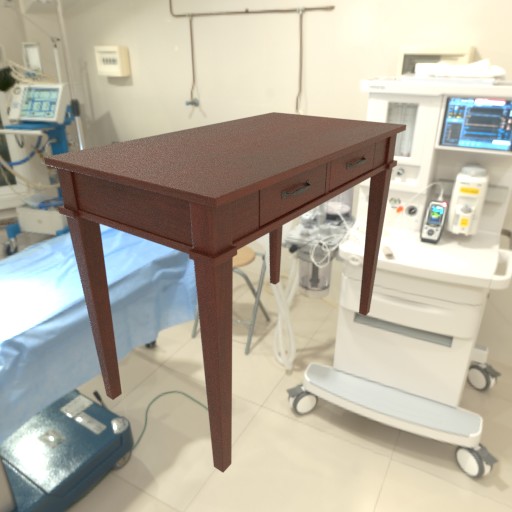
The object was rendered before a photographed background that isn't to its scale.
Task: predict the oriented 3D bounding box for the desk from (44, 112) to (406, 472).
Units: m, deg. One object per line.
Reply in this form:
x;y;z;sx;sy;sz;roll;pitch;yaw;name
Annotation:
0.000;0.000;1.459;0.549;0.762;1.001;17;30;32;desk
